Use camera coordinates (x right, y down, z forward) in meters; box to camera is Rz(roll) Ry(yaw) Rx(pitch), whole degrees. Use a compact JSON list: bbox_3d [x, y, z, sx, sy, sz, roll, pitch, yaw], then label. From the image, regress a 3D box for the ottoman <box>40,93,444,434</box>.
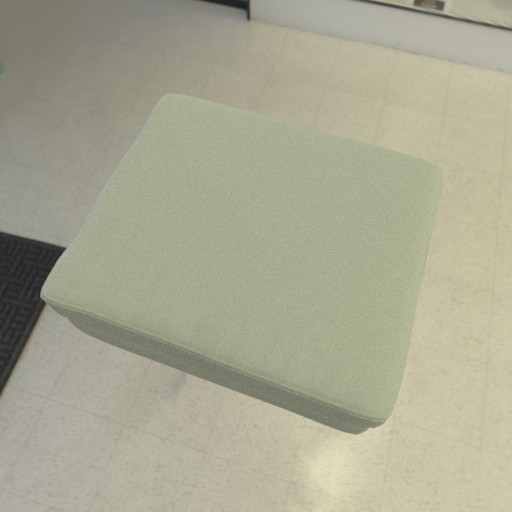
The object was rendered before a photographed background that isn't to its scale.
[{"bbox_3d":[0.000,0.000,1.472,0.991,0.494,0.842,18,65,9],"label":"ottoman"}]
